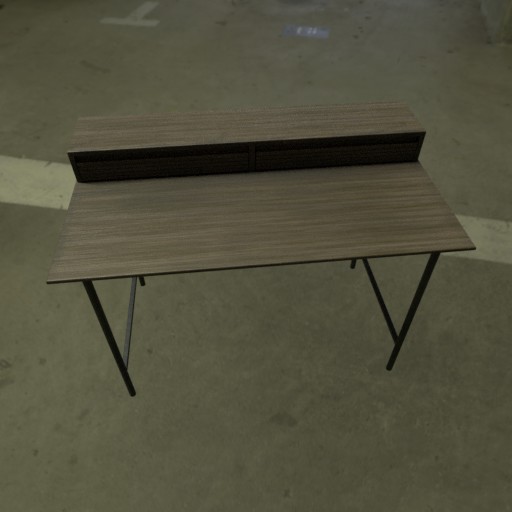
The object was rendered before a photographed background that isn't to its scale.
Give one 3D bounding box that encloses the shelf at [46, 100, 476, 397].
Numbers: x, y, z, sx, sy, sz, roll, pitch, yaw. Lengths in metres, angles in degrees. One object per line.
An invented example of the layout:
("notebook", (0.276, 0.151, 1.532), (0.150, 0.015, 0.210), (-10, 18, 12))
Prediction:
("shelf", (0.000, 0.000, 1.700), (1.212, 0.865, 0.685), (-4, 45, -4))
